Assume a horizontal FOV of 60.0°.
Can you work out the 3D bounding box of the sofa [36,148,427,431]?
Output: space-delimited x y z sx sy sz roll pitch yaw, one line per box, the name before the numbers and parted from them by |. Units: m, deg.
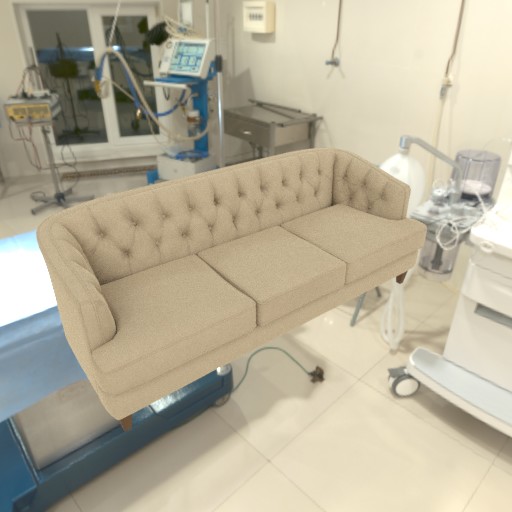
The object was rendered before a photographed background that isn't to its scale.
sofa | 0.000 0.000 2.722 2.278 0.855 0.941 -21 36 -32
